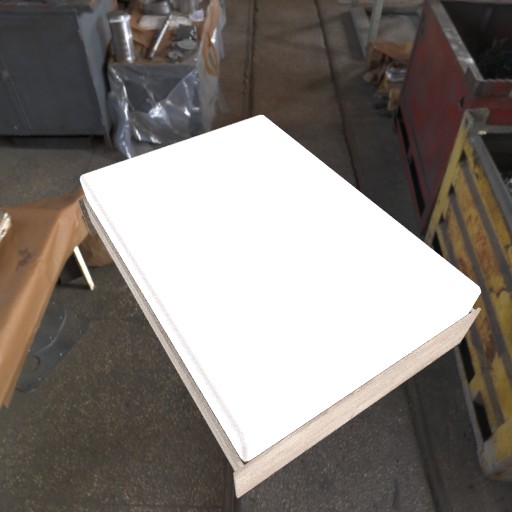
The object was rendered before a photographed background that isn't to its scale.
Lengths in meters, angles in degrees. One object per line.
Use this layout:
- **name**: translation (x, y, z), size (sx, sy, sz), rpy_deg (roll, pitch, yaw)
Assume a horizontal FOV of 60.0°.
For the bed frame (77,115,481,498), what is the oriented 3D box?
- **bed frame**: translation (0.000, 0.000, 2.570), size (1.445, 0.497, 1.945), rpy_deg (-25, 52, -22)
